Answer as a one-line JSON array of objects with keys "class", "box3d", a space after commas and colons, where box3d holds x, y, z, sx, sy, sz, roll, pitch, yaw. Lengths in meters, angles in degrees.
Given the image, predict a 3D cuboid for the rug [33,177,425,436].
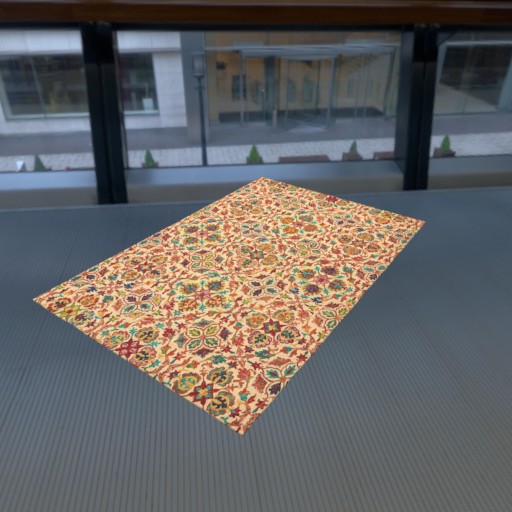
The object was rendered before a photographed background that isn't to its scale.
[{"class": "rug", "box3d": [0.000, 0.000, 2.378, 1.226, 0.013, 1.838, 21, 38, 30]}]
